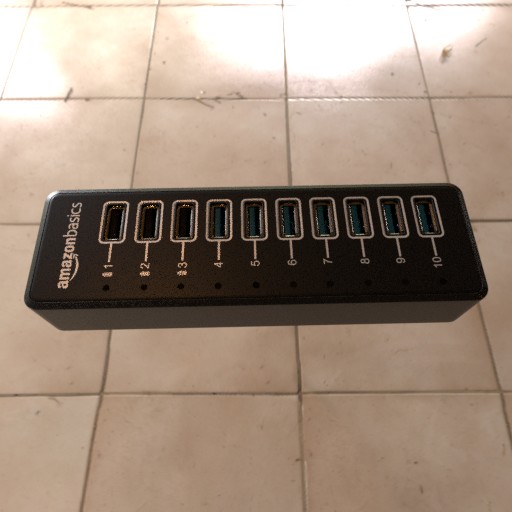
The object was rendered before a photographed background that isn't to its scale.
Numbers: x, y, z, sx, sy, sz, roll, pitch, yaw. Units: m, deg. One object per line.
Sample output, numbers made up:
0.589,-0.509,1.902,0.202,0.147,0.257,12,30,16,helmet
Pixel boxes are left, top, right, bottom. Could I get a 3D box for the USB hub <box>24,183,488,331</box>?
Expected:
0.000,0.000,0.155,0.145,0.023,0.044,-1,64,-1,USB hub
